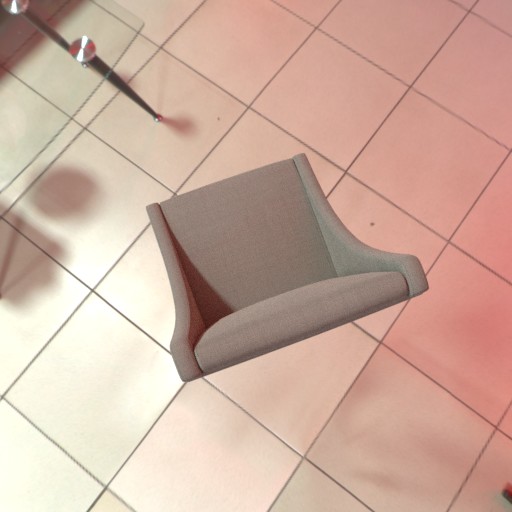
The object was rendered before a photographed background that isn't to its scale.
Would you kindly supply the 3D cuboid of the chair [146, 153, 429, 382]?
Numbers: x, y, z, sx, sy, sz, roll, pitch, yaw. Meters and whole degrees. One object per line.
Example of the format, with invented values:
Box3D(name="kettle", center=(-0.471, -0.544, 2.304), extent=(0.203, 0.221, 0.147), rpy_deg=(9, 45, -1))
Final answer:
Box3D(name="chair", center=(0.000, 0.000, 1.410), extent=(0.575, 1.021, 0.611), rpy_deg=(-20, 77, -5))
